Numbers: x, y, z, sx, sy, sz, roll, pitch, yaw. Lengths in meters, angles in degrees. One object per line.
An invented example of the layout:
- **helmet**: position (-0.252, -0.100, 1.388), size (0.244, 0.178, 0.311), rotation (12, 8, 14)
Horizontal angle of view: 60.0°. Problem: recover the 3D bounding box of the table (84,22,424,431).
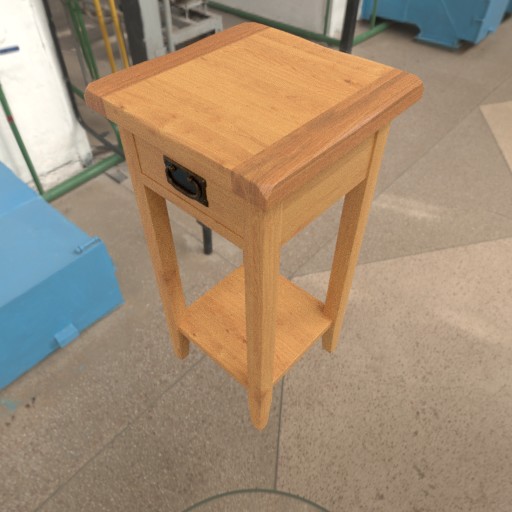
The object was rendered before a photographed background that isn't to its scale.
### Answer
- **table**: position (0.000, 0.000, 0.918), size (0.360, 0.740, 0.360), rotation (33, 55, 28)
